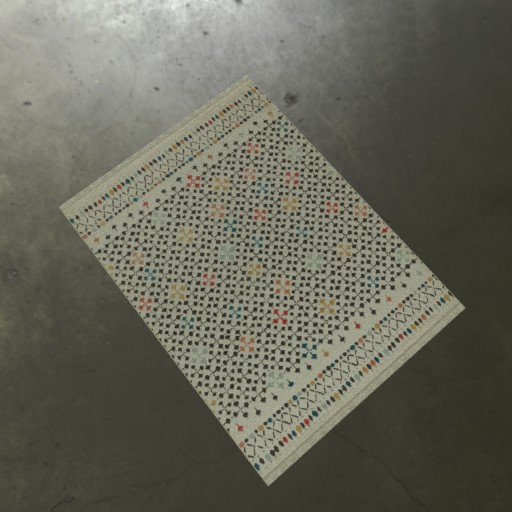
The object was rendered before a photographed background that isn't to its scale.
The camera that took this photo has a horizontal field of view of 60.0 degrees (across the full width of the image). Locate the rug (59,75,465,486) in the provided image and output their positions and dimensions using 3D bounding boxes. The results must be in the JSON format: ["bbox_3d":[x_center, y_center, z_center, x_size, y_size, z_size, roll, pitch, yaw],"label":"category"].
[{"bbox_3d":[0.000,0.000,4.193,2.354,0.007,3.196,-38,78,-9],"label":"rug"}]
